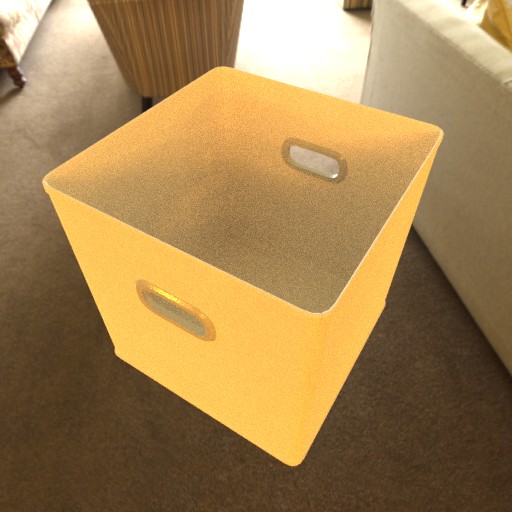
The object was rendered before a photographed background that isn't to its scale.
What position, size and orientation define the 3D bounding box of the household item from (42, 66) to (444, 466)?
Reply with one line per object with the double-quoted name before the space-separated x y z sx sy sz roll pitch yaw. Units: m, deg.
"household item" 0.000 0.000 0.559 0.305 0.305 0.305 25 51 21
